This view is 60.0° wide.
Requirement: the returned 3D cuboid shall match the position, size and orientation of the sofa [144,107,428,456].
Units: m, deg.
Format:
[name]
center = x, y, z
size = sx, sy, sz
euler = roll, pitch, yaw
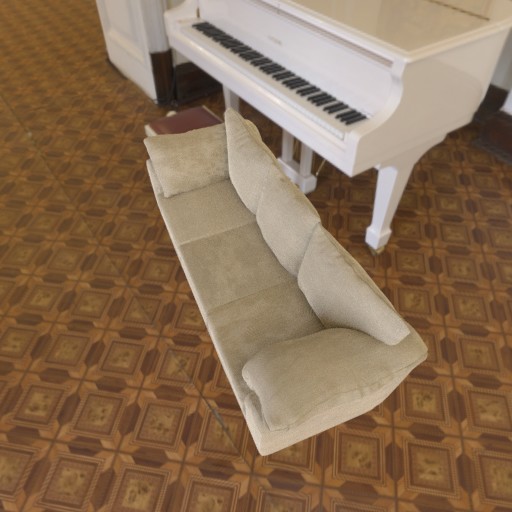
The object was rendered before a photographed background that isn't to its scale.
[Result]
[sofa]
center = 0.000, 0.000, 2.864
size = 0.893, 0.981, 2.377
euler = -17, 49, -15
